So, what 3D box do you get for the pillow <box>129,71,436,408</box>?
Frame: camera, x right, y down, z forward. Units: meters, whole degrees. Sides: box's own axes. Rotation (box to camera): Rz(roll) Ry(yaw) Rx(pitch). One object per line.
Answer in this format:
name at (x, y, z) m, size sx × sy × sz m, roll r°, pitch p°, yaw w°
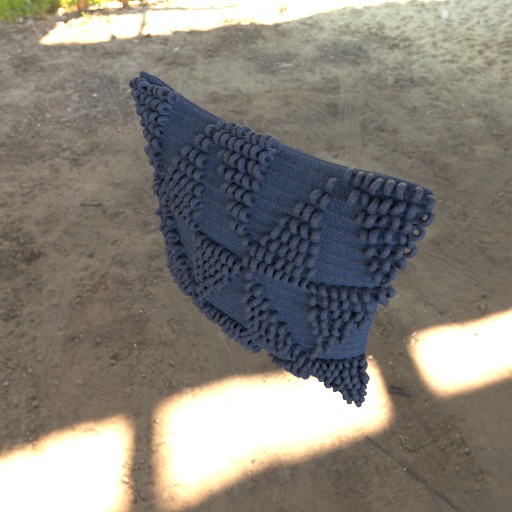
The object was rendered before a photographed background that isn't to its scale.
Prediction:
pillow at (0.000, 0.000, 0.702) m, size 0.469 × 0.466 × 0.172 m, roll 30°, pitch 53°, yaw 26°
